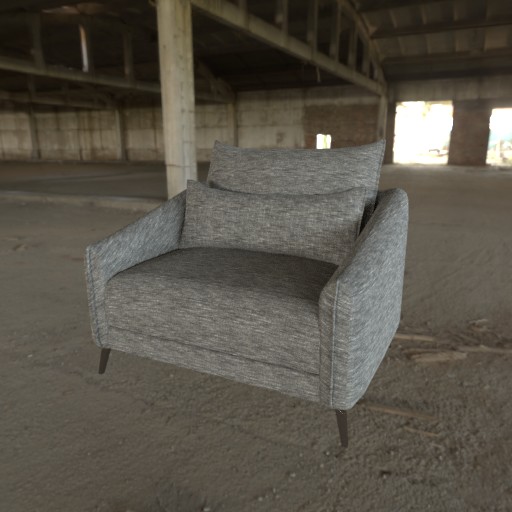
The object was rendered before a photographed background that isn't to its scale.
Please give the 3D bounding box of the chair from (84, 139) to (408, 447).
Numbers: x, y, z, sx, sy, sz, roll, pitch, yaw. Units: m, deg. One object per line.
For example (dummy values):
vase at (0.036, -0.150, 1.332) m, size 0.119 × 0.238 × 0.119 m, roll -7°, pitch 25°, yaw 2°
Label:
chair at (0.000, 0.000, 1.650) m, size 1.004 × 0.842 × 0.805 m, roll 7°, pitch 16°, yaw 25°
